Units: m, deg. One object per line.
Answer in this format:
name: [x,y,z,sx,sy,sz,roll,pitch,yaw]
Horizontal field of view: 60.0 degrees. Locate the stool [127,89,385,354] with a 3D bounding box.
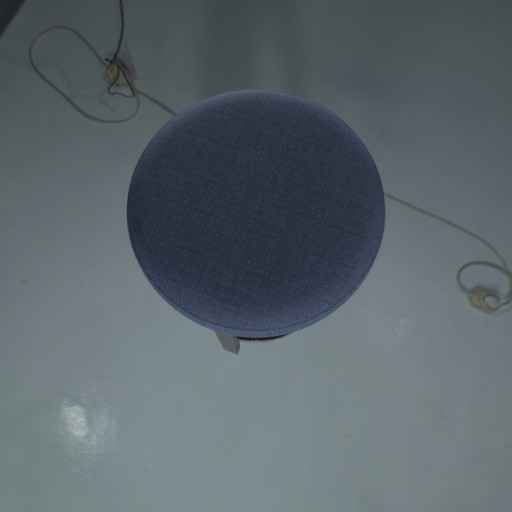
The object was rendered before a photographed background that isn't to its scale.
stool: [0.000,0.000,1.057,0.446,0.758,0.446,0,75,0]
